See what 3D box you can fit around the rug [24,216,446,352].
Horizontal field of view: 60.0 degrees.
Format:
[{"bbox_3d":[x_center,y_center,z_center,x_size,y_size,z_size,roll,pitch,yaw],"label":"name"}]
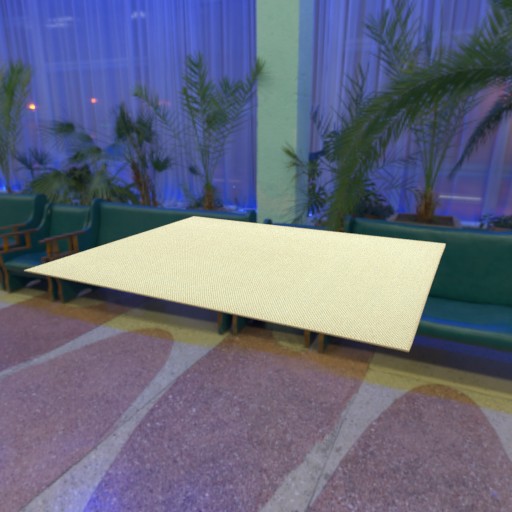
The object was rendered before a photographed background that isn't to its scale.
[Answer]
[{"bbox_3d":[0.000,0.000,4.044,3.039,0.018,2.462,8,19,25],"label":"rug"}]
